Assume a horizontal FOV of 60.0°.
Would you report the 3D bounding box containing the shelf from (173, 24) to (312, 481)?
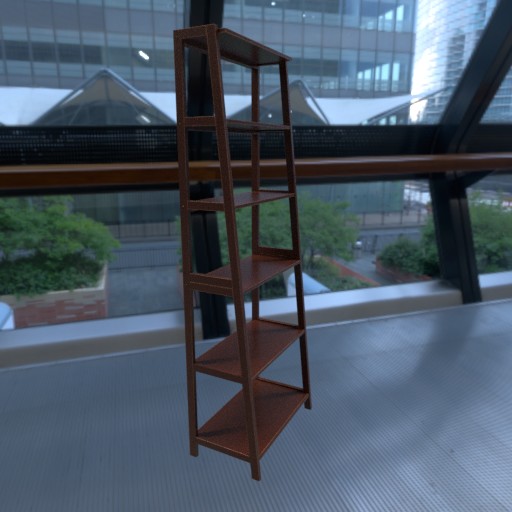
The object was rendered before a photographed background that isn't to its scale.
[{"bbox_3d":[0.000,0.000,2.130,0.381,1.892,0.660,7,15,27],"label":"shelf"}]
